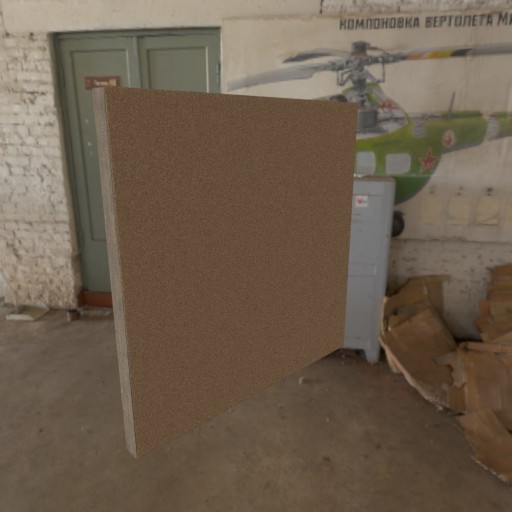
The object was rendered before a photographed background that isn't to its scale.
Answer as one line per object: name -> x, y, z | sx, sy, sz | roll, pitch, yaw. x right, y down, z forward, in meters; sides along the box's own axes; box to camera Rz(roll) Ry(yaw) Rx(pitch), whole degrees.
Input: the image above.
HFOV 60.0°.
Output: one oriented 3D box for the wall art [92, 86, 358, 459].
wall art -> 0.000, 0.000, 1.110 | 0.749, 0.751, 0.050 | -15, 22, -42
